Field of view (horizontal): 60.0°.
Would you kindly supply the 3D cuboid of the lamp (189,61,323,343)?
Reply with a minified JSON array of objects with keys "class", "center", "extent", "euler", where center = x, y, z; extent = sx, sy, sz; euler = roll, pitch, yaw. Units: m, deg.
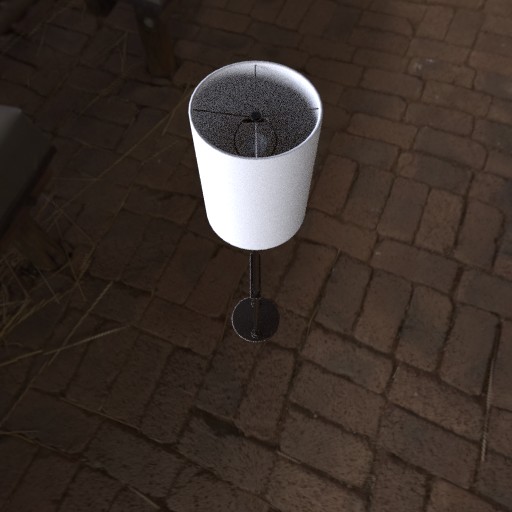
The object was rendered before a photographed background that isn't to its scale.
[{"class":"lamp","center":[0.000,0.000,1.677],"extent":[0.305,1.500,0.306],"euler":[-1,63,0]}]
